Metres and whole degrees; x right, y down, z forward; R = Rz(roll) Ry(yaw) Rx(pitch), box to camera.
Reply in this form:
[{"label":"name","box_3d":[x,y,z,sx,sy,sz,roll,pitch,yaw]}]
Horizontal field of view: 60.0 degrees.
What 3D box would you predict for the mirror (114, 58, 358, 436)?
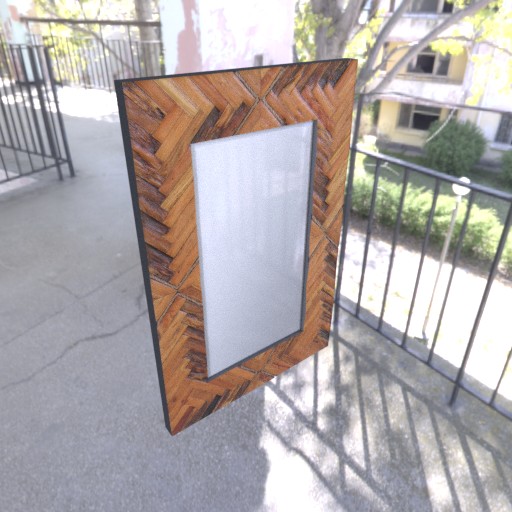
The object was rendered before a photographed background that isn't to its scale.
[{"label":"mirror","box_3d":[0.000,0.000,1.160,0.606,0.912,0.044,-21,36,-32]}]
